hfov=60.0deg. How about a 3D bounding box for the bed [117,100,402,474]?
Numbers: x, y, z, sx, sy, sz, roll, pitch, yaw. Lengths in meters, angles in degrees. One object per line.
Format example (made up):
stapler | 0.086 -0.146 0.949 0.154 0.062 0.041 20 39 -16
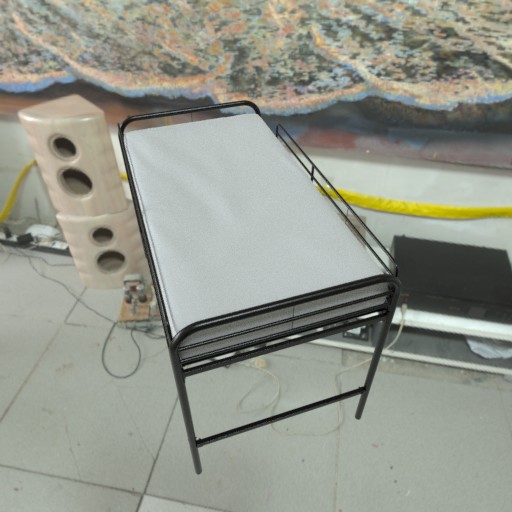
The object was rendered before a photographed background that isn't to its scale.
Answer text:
bed | 0.000 0.000 2.950 1.393 1.289 1.968 -13 44 -14
